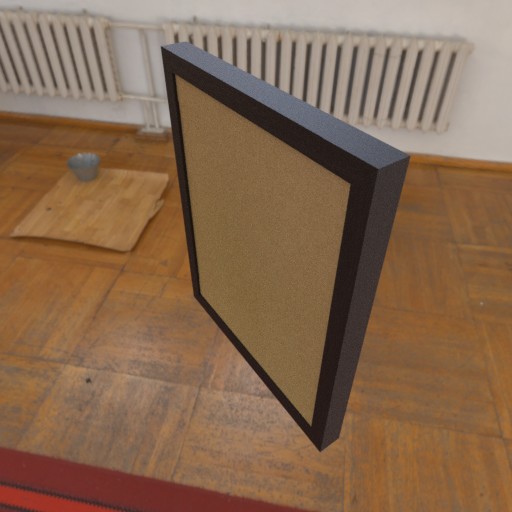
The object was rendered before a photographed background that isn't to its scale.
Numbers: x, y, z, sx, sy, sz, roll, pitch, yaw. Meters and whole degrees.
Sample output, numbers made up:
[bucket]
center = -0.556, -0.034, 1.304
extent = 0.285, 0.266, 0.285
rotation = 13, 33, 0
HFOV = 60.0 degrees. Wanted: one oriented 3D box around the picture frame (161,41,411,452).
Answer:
[picture frame]
center = 0.000, 0.000, 0.734
extent = 0.044, 0.555, 0.452
rotation = -24, 47, -25
